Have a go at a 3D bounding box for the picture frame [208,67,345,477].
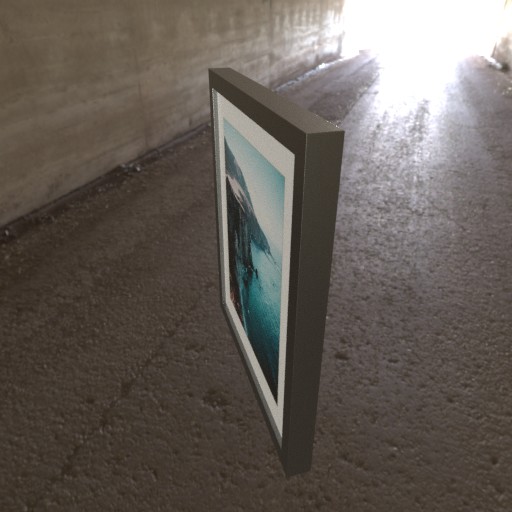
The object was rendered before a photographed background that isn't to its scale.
[{"bbox_3d":[0.000,0.000,1.360,0.073,0.968,0.839,-9,31,-15],"label":"picture frame"}]
